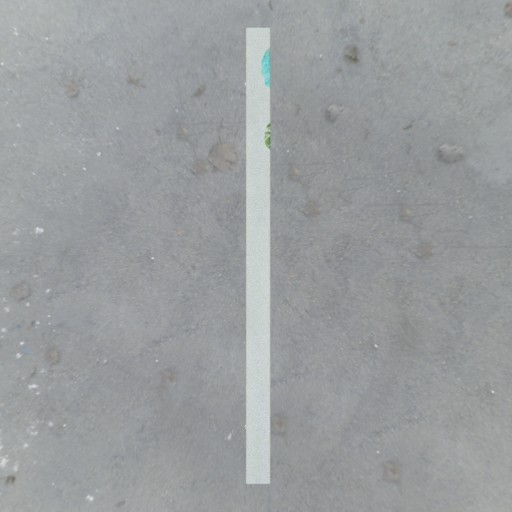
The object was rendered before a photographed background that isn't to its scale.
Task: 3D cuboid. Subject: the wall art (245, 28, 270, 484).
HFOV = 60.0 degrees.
[{"bbox_3d":[0.000,0.000,0.995,0.043,0.610,0.711,0,90,0],"label":"wall art"}]
